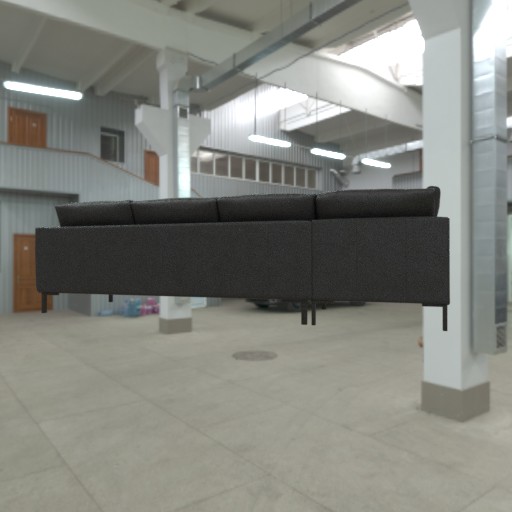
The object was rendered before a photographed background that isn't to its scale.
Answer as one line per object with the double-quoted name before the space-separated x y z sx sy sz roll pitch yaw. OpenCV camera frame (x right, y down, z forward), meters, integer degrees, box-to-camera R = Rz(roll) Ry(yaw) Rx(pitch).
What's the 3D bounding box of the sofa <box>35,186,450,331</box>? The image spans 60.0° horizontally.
"sofa" 0.000 0.000 3.887 2.984 0.877 1.938 0 0 17
